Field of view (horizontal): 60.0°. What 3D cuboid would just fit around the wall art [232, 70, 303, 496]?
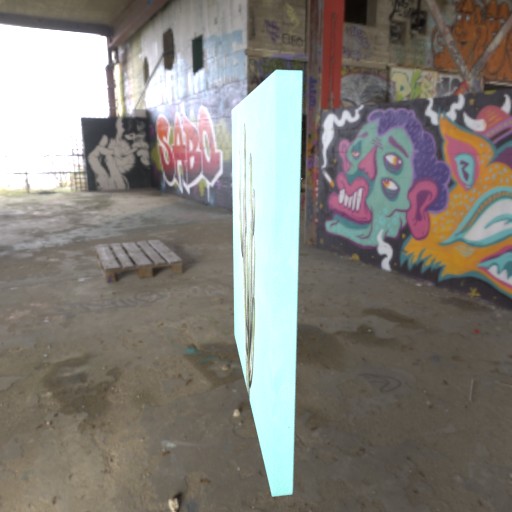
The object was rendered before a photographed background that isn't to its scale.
[{"bbox_3d":[0.000,0.000,1.580,0.070,1.073,1.071,-2,14,-8],"label":"wall art"}]
